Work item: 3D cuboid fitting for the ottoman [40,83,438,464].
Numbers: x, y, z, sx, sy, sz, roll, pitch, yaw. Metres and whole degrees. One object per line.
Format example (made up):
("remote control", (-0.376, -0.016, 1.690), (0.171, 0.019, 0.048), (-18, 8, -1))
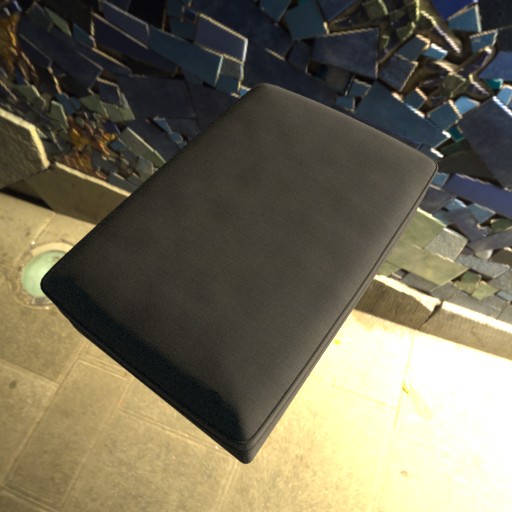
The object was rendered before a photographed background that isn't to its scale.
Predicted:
("ottoman", (0.000, 0.000, 1.293), (0.636, 0.480, 0.941), (32, 63, 18))
